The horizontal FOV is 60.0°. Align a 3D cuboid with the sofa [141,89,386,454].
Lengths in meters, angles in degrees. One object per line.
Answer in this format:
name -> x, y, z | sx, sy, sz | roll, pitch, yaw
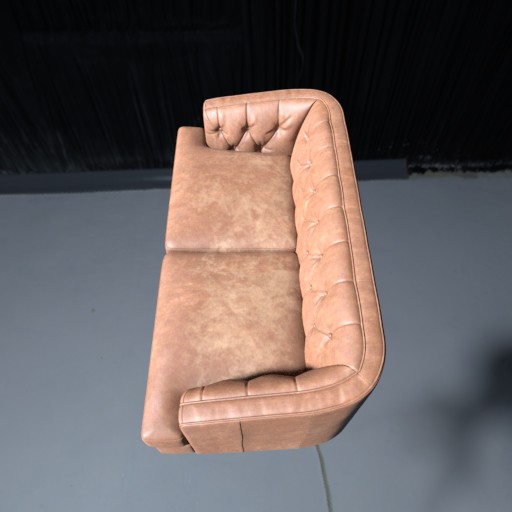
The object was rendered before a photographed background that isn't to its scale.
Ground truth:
sofa -> 0.000, 0.000, 2.211 | 0.914, 0.786, 1.755 | -1, 57, 0
